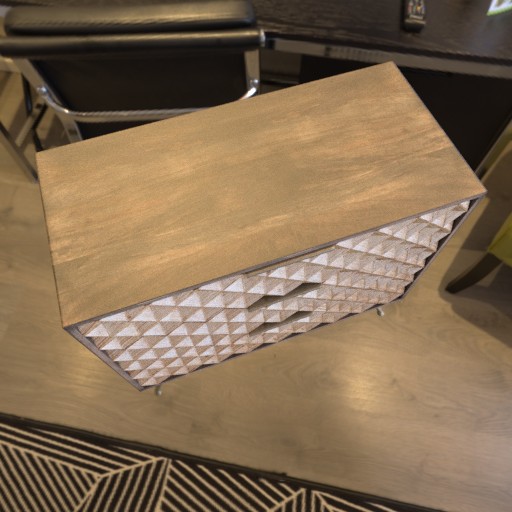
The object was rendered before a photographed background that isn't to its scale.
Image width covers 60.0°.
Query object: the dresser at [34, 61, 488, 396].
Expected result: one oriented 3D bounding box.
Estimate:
[{"bbox_3d":[0.000,0.000,1.348,0.923,0.801,0.453,-18,64,-9],"label":"dresser"}]
